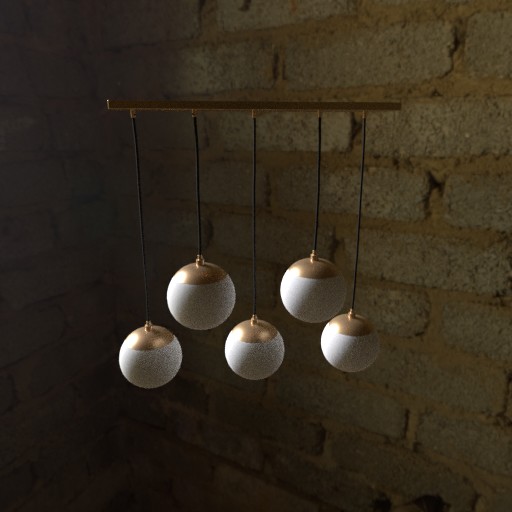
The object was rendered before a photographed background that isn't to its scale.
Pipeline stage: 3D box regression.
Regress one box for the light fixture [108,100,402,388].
[{"bbox_3d":[0.000,0.000,1.330,0.863,0.869,0.299,-2,16,-8],"label":"light fixture"}]
